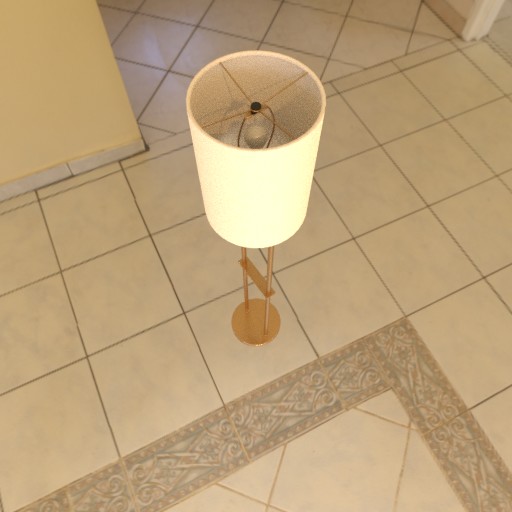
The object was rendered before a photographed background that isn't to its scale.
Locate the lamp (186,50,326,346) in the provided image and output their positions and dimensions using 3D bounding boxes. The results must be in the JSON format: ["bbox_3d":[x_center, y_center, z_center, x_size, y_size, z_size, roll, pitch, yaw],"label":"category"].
[{"bbox_3d":[0.000,0.000,1.631,0.305,1.500,0.306,-32,67,-16],"label":"lamp"}]
